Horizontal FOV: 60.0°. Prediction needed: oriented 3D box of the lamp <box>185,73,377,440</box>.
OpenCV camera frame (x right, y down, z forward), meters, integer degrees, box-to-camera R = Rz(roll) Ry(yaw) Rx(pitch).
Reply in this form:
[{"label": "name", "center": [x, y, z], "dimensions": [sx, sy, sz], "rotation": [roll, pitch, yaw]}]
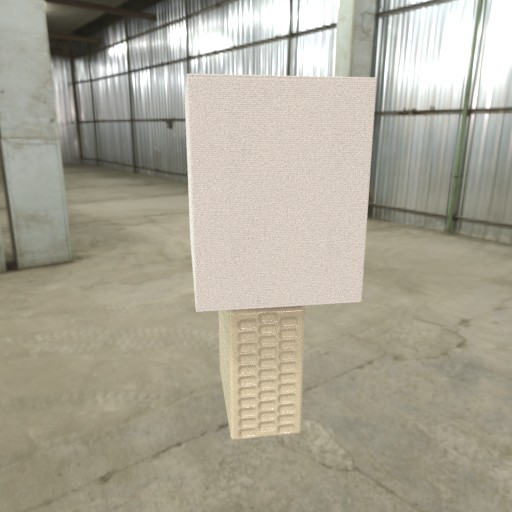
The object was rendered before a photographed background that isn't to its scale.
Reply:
[{"label": "lamp", "center": [0.000, 0.000, 0.701], "dimensions": [0.200, 0.515, 0.380], "rotation": [-2, 16, -9]}]
